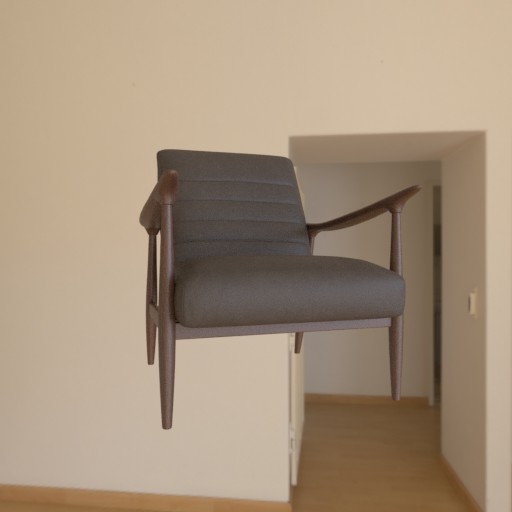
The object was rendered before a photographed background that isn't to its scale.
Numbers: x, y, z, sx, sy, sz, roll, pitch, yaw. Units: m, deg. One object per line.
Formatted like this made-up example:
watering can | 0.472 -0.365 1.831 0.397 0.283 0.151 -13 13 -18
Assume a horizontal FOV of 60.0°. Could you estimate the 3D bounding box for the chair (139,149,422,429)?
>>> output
chair | 0.000 0.000 1.457 0.741 0.831 0.798 0 0 -19
